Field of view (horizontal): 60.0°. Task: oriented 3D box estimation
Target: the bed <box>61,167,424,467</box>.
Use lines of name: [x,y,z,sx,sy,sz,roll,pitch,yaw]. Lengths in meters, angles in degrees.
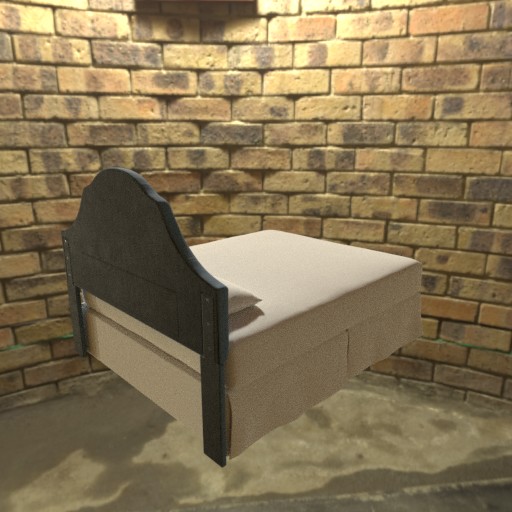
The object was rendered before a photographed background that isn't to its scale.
bed: [0.000,0.000,3.790,2.477,1.617,2.039,-15,22,-43]
